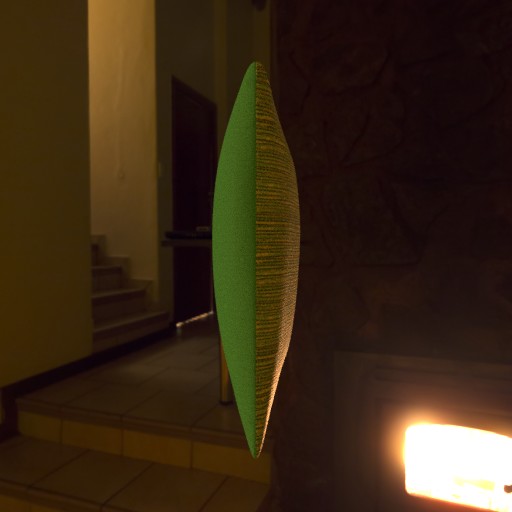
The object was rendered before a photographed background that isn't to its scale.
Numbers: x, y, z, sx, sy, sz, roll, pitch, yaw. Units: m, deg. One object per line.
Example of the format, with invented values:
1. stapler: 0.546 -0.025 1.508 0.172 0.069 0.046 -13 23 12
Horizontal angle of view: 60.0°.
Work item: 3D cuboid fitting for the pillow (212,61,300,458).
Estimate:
1. pillow: 0.000 0.000 0.801 0.150 0.497 0.514 0 2 0
